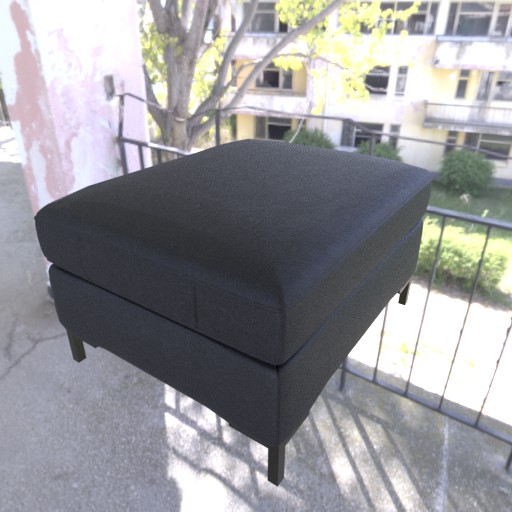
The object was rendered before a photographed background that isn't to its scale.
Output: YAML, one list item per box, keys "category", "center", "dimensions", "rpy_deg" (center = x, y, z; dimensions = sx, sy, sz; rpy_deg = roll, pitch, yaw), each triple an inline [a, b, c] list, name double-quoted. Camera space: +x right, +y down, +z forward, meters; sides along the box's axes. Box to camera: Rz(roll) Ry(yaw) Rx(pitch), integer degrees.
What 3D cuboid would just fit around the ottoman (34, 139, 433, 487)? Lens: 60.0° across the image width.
- category: "ottoman"
  center: [0.000, 0.000, 1.730]
  dimensions: [0.967, 0.696, 1.187]
  rpy_deg: [18, 33, 30]
